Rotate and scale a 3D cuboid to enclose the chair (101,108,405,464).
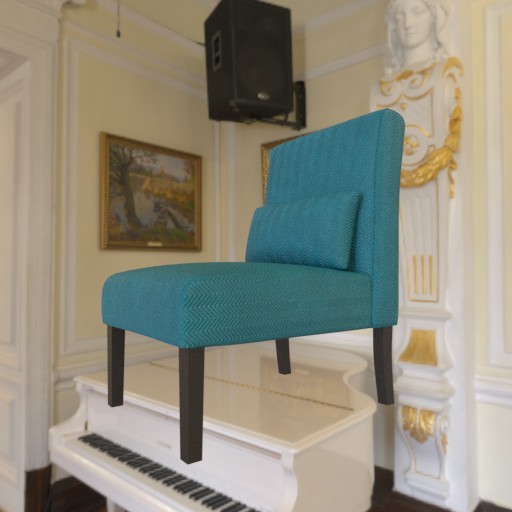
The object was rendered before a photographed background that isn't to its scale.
[{"bbox_3d":[0.000,0.000,1.408,0.808,0.927,0.579,1,-2,-37],"label":"chair"}]
